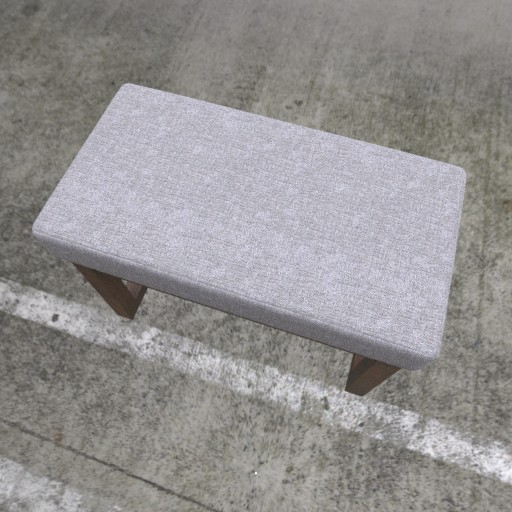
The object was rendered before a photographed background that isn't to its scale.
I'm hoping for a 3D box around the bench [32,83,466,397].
[{"bbox_3d":[0.000,0.000,0.958,0.681,0.467,0.366,17,65,8],"label":"bench"}]
